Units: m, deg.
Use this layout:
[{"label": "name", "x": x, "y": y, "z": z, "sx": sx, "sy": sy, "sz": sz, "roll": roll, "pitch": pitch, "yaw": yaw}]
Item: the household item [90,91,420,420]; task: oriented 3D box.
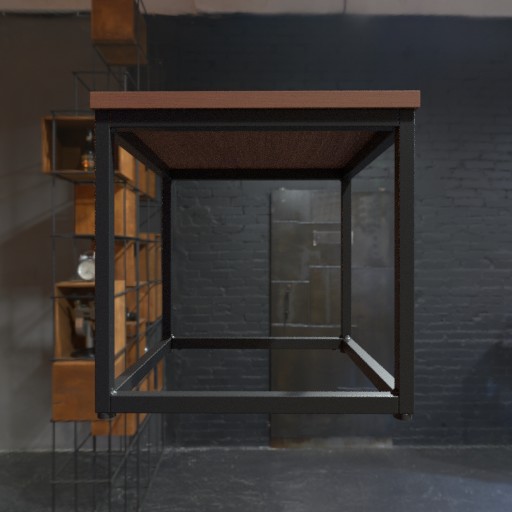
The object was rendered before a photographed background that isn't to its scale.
[{"label": "household item", "x": 0.000, "y": 0.000, "z": 0.737, "sx": 0.400, "sy": 0.400, "sz": 0.400, "roll": 0, "pitch": 0, "yaw": 1}]
